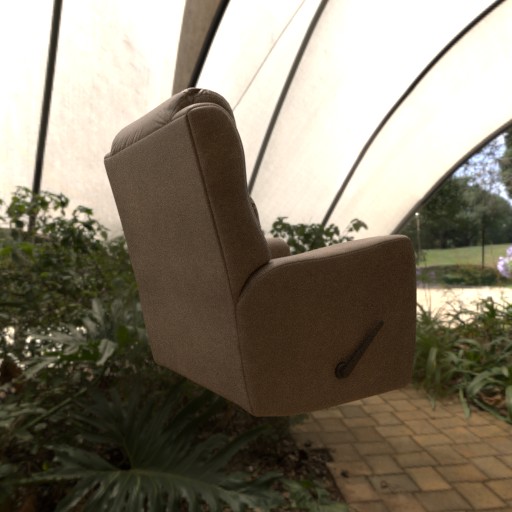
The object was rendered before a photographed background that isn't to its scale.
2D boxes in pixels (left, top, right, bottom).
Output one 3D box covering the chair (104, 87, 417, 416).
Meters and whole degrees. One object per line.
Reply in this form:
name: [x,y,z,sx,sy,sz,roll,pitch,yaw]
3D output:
chair: [0.000,0.000,1.916,1.068,1.116,0.967,0,1,-35]
